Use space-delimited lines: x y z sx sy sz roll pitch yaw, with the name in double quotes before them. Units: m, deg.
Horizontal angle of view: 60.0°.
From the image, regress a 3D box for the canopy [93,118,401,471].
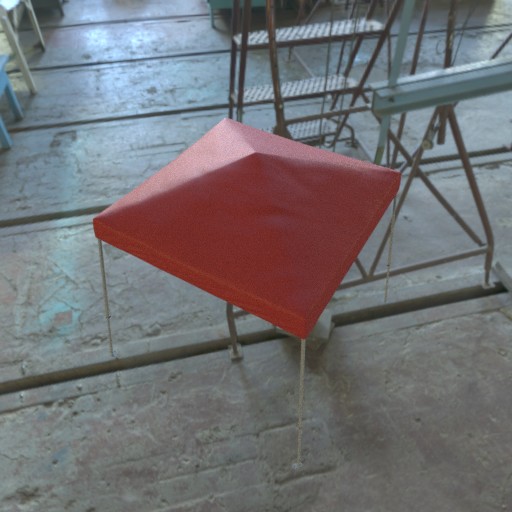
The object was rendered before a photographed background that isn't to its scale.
"canopy" 0.000 0.000 6.662 3.600 3.600 3.599 23 50 21
